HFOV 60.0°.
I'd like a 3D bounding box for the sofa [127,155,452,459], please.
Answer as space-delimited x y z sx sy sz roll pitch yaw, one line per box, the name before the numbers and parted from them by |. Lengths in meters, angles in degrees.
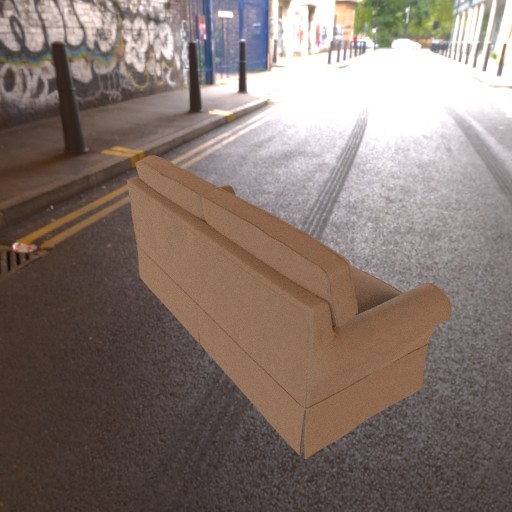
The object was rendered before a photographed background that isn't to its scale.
sofa | 0.000 0.000 2.836 0.900 1.014 2.246 -16 31 -30
